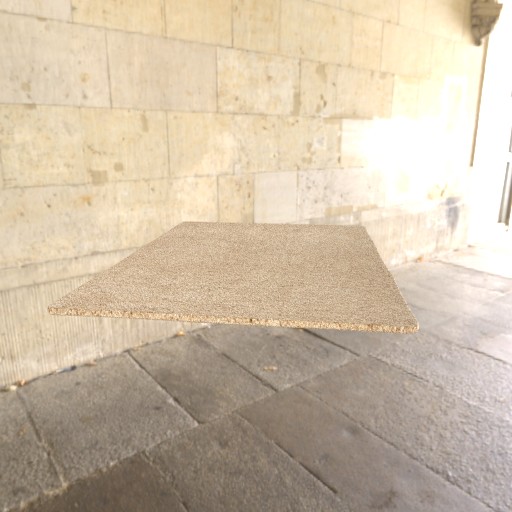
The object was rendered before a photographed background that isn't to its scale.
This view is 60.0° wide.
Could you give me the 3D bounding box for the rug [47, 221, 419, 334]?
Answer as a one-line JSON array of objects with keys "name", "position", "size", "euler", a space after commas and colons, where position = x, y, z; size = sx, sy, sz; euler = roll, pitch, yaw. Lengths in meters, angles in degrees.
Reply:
[{"name": "rug", "position": [0.000, 0.000, 2.157], "size": [1.199, 0.025, 1.600], "euler": [2, 15, 7]}]
